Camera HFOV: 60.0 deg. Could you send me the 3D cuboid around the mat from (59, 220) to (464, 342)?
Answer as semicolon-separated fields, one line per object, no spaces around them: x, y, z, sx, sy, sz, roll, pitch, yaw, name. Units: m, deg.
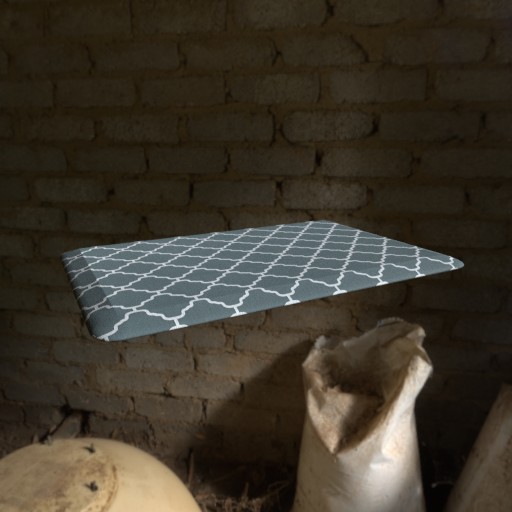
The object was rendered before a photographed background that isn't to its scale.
0.000;0.000;0.975;0.762;0.021;0.508;-8;18;-27;mat
